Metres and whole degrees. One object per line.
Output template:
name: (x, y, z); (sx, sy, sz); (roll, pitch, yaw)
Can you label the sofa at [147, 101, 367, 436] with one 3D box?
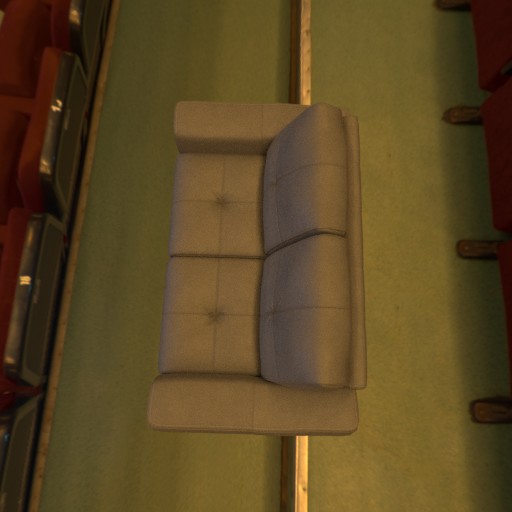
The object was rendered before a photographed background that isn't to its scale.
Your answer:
sofa: (0.000, 0.000, 2.395); (1.018, 0.907, 1.806); (2, 75, 0)
